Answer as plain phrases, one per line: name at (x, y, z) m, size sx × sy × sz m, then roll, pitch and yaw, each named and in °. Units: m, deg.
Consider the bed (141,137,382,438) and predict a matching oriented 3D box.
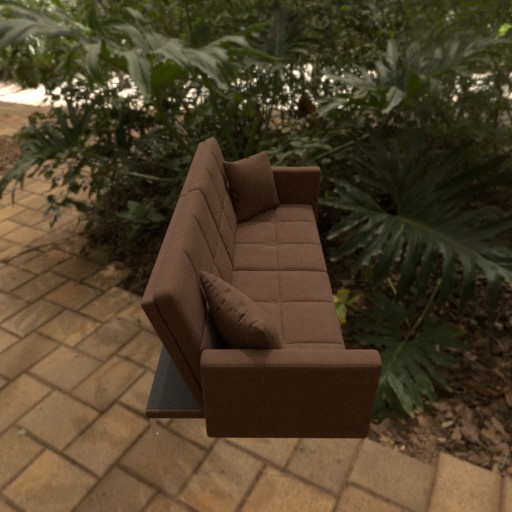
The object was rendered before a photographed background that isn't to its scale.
bed at (0.000, 0.000, 2.399) m, size 0.889 × 0.787 × 1.905 m, roll 0°, pitch 32°, yaw 0°
